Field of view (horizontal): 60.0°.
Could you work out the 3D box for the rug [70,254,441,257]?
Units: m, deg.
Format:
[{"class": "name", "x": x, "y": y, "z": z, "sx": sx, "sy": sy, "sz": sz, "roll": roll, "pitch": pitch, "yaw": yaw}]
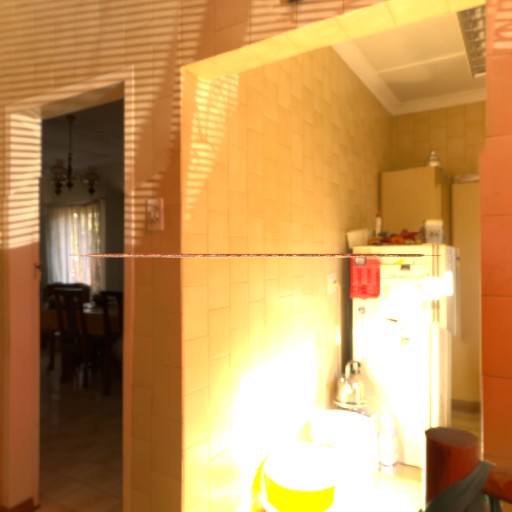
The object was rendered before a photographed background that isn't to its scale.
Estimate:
[{"class": "rug", "x": 0.000, "y": 0.000, "z": 3.132, "sx": 1.619, "sy": 0.023, "sz": 2.465, "roll": 0, "pitch": 0, "yaw": 0}]
